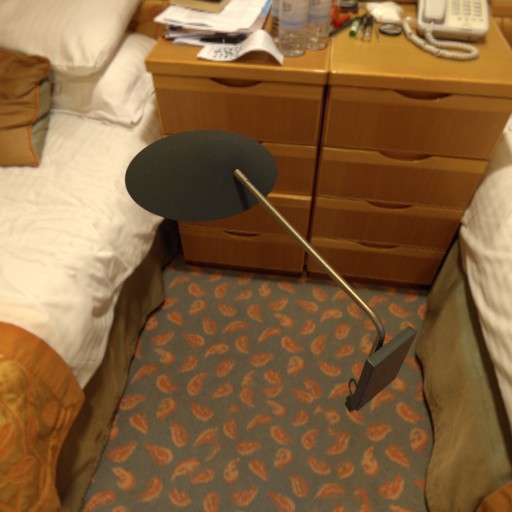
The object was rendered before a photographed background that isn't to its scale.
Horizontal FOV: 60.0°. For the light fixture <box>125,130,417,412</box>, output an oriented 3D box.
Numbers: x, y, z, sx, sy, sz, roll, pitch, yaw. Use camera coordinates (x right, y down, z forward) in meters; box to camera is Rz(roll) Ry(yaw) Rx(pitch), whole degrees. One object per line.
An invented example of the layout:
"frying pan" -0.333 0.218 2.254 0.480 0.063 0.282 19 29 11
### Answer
"light fixture" 0.000 0.000 0.686 0.240 0.312 0.516 -30 54 -25
